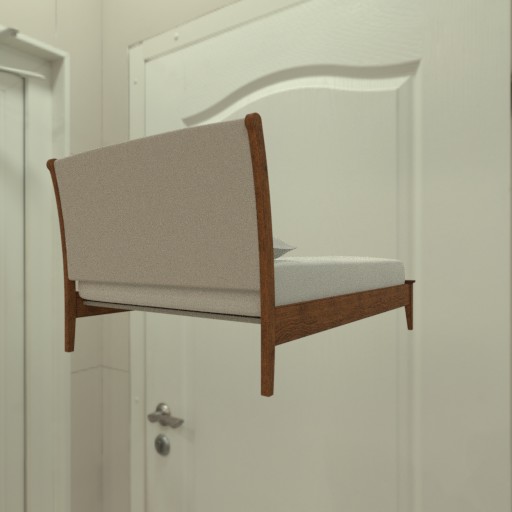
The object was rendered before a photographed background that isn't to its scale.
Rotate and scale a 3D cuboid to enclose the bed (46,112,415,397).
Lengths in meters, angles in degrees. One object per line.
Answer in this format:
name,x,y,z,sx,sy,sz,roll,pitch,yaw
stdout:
bed,0.000,0.000,2.975,1.502,1.135,2.108,0,0,35
